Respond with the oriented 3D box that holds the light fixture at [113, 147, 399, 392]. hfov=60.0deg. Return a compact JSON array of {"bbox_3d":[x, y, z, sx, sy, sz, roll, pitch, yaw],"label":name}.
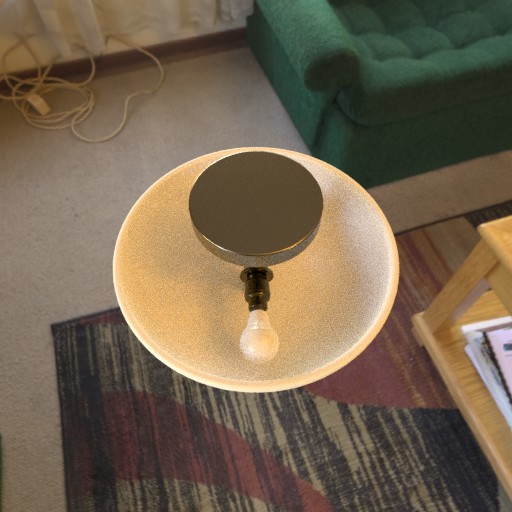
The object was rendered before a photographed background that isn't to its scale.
[{"bbox_3d":[0.000,0.000,0.532,0.330,0.214,0.330,0,58,0],"label":"light fixture"}]
